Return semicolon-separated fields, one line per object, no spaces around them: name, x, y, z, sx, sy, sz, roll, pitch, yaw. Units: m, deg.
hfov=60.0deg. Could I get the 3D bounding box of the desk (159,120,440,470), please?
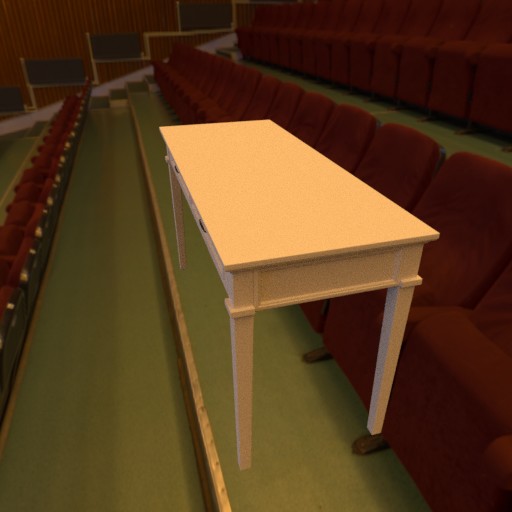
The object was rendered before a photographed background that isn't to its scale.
desk;0.000;0.000;1.810;0.559;0.774;1.372;-8;30;-15
